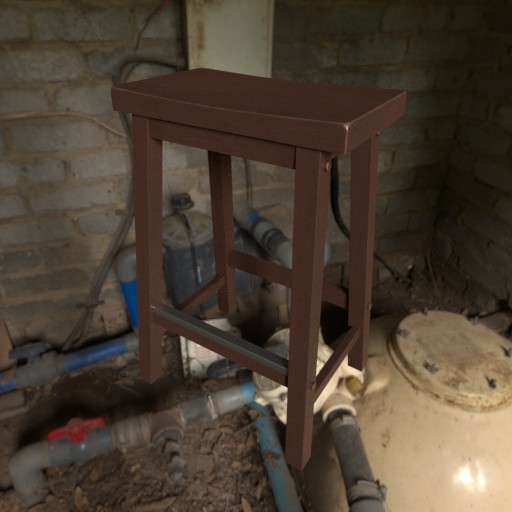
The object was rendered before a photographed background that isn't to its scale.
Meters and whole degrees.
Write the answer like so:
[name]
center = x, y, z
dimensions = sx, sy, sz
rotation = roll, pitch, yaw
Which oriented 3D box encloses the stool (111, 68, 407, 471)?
[stool]
center = 0.000, 0.000, 0.846
dimensions = 0.406, 0.610, 0.322
rotation = 19, 36, 28
